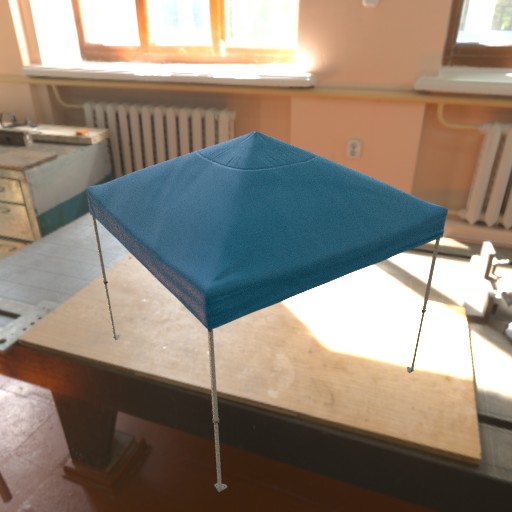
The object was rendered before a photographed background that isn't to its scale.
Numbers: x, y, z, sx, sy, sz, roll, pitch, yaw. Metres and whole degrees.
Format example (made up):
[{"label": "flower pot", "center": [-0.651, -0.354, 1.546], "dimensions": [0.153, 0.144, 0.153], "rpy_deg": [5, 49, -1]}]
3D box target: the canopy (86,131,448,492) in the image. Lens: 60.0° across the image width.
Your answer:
[{"label": "canopy", "center": [0.000, 0.000, 5.417], "dimensions": [2.998, 2.997, 2.996], "rpy_deg": [-18, 32, -31]}]
